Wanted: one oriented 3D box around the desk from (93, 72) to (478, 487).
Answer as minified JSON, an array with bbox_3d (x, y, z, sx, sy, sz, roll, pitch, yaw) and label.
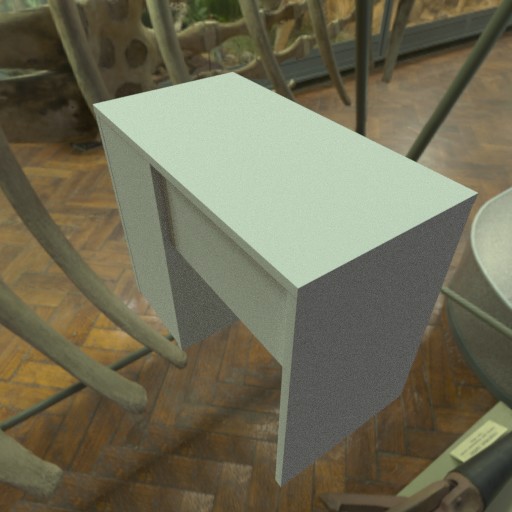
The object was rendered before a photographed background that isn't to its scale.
[{"bbox_3d":[0.000,0.000,1.303,0.482,0.730,0.898,-25,46,-26],"label":"desk"}]
